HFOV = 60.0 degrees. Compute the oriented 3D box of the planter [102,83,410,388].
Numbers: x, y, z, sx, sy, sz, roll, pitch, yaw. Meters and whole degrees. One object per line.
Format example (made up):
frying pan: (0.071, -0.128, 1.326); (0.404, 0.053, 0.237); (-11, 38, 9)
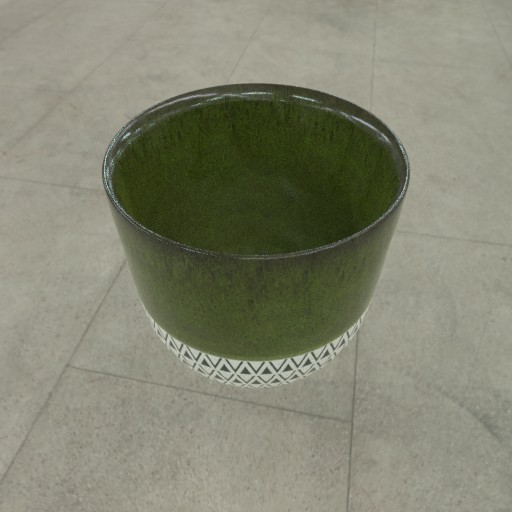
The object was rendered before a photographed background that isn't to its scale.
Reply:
planter: (0.000, 0.000, 0.488); (0.266, 0.270, 0.266); (0, 46, 0)
